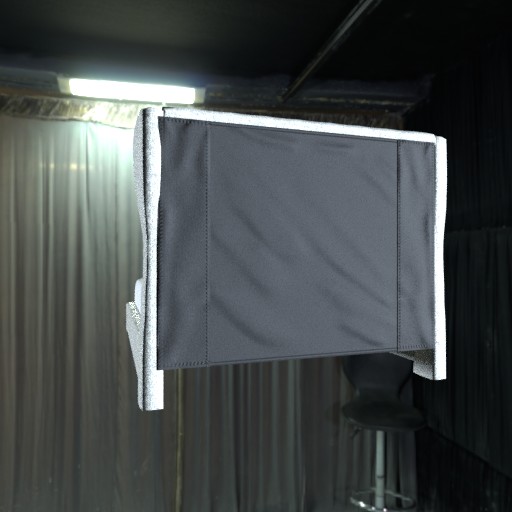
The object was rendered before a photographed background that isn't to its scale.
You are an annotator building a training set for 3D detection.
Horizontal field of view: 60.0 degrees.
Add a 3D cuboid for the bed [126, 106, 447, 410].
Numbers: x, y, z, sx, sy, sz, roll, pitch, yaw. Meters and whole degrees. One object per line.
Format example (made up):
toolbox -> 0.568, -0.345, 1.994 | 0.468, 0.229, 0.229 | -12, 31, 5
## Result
bed -> 0.000, 0.000, 3.975 | 2.219, 1.771, 2.347 | 0, 0, -18
